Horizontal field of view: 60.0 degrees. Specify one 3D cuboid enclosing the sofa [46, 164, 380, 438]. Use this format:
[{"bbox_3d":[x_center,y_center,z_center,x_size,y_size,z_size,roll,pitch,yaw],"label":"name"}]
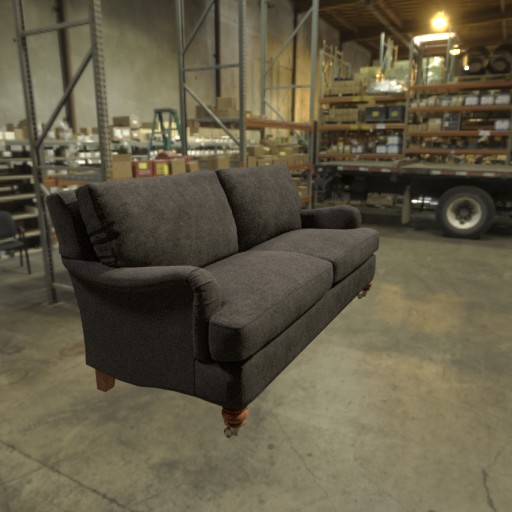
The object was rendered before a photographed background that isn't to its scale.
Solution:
[{"bbox_3d":[0.000,0.000,2.778,1.087,1.054,2.160,8,16,28],"label":"sofa"}]
